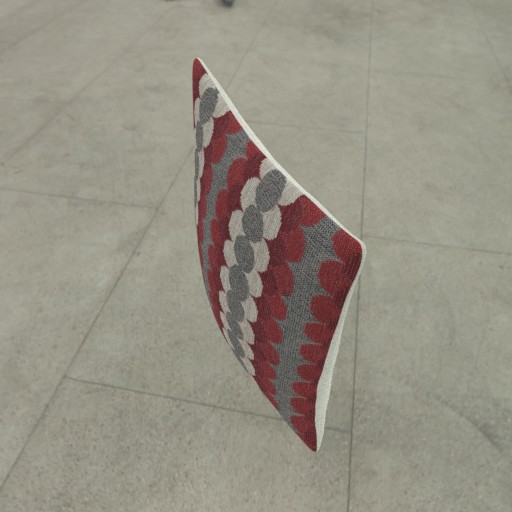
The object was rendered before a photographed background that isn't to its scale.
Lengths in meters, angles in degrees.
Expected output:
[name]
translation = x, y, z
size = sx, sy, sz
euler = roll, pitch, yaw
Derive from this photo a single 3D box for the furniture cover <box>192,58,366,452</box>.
[furniture cover]
translation = 0.000, 0.000, 0.642
size = 0.145, 0.420, 0.435
euler = -17, 47, -17
